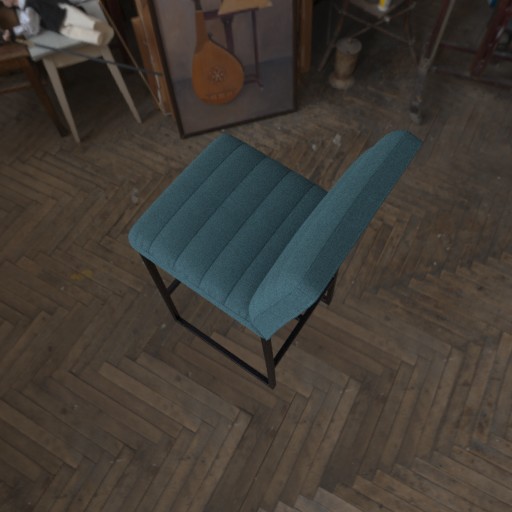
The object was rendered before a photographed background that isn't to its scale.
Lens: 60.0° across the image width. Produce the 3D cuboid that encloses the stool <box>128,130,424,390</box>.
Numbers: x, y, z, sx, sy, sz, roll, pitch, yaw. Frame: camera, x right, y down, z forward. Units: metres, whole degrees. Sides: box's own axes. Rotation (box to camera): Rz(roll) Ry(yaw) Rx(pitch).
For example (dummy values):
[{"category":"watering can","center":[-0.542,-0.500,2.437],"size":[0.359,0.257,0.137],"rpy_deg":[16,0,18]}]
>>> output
[{"category":"stool","center":[0.000,0.000,1.368],"size":[0.560,1.040,0.460],"rpy_deg":[32,68,15]}]
